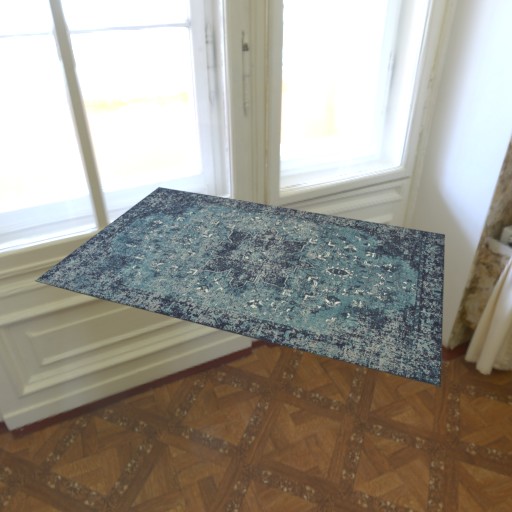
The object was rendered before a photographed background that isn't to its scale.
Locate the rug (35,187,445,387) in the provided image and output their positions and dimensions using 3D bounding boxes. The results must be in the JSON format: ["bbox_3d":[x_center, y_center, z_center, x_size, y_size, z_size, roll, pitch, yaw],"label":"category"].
[{"bbox_3d":[0.000,0.000,3.059,2.440,0.007,1.525,11,35,17],"label":"rug"}]
